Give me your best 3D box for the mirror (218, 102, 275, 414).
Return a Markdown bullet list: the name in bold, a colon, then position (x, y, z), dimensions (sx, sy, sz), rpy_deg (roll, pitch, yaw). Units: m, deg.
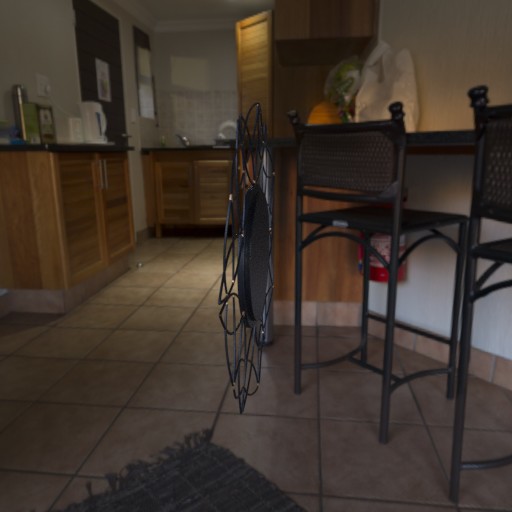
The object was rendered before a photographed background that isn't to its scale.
- **mirror**: position (0.000, 0.000, 1.179), dimensions (0.028, 0.775, 0.797), rpy_deg (2, 14, 9)
